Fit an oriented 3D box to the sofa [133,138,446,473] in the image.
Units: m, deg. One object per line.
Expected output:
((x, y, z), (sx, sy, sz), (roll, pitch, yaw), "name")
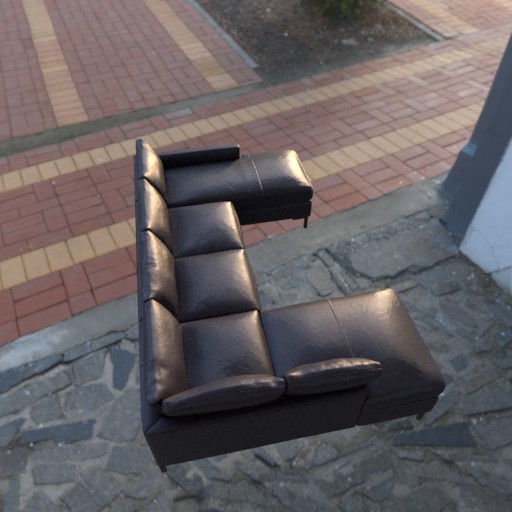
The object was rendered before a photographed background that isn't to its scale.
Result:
((0.000, 0.000, 3.776), (1.939, 0.900, 2.956), (-9, 46, -8), "sofa")
